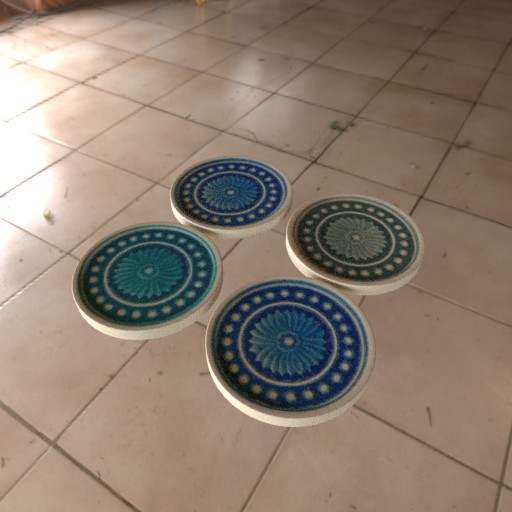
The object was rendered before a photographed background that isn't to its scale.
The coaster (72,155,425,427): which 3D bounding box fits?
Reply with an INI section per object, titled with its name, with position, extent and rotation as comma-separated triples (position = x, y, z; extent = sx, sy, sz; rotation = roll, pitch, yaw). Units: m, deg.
[coaster]
position = 0.000, 0.000, 0.340
extent = 0.224, 0.010, 0.220
rotation = 23, 50, 21
